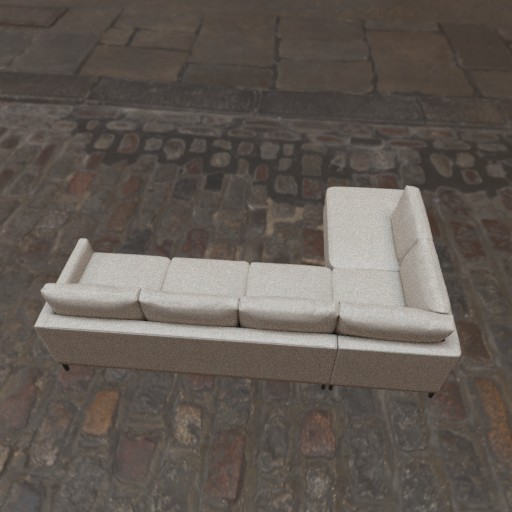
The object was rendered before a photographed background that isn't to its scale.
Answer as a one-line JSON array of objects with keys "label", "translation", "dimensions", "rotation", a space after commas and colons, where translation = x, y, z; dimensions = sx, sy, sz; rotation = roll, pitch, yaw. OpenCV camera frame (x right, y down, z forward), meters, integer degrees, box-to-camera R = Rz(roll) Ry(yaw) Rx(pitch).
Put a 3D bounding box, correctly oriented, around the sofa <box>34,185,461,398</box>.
[{"label": "sofa", "translation": [0.000, 0.000, 3.107], "dimensions": [2.423, 0.703, 1.617], "rotation": [4, 46, 3]}]
